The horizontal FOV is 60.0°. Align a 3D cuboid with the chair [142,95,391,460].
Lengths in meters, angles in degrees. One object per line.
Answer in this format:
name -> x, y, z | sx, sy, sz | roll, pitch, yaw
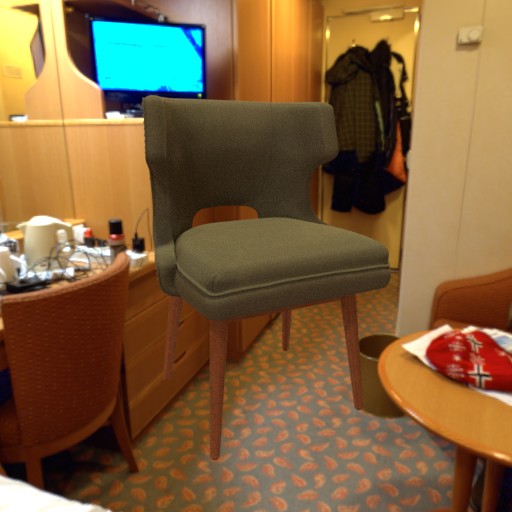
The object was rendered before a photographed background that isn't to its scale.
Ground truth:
chair -> 0.000, 0.000, 1.246 | 0.595, 0.863, 0.581 | -8, 17, -26
